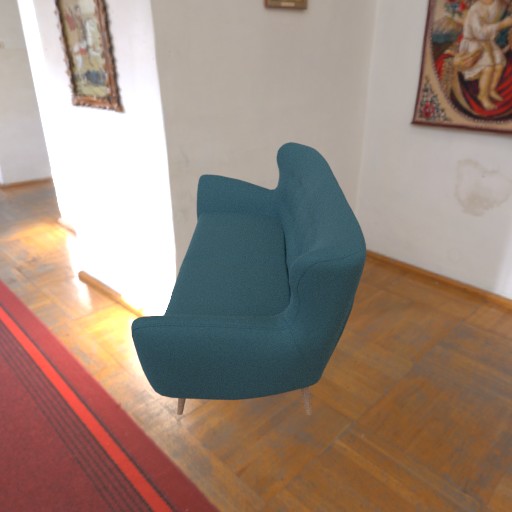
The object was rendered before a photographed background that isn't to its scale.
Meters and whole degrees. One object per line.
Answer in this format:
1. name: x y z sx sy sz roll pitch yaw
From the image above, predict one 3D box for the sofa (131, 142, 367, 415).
1. sofa: 0.000 0.000 2.465 0.889 0.890 1.930 0 26 1
